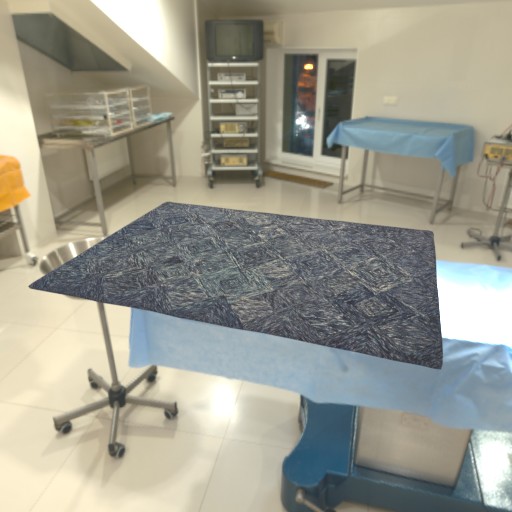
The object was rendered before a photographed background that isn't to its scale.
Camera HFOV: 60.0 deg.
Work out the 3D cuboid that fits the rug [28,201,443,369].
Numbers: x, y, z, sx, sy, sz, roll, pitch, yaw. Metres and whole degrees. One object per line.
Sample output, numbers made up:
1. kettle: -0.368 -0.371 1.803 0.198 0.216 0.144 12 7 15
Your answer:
1. rug: 0.000 0.000 4.217 3.245 0.024 2.385 8 26 17
